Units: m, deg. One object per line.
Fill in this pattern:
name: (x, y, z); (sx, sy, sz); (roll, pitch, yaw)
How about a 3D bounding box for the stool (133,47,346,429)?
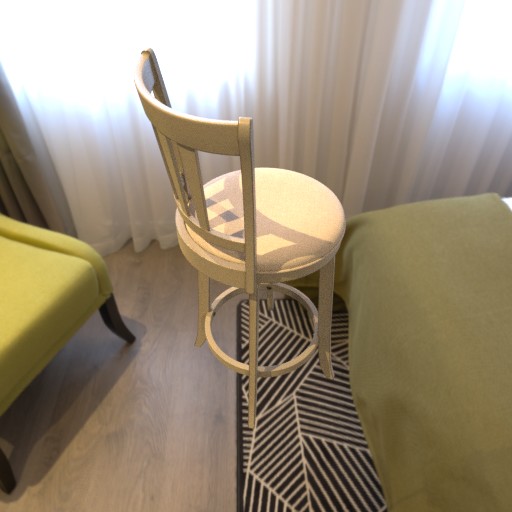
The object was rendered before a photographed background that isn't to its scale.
stool: (0.000, 0.000, 1.237); (0.475, 1.042, 0.436); (-23, 47, -24)
